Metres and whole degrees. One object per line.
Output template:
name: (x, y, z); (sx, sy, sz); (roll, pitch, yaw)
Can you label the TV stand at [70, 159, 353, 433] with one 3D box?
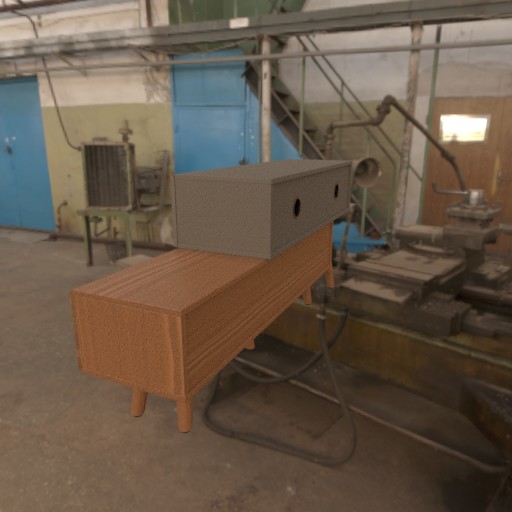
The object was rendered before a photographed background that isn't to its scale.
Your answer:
TV stand: (0.000, 0.000, 1.547); (0.329, 0.591, 1.336); (7, 17, 24)
